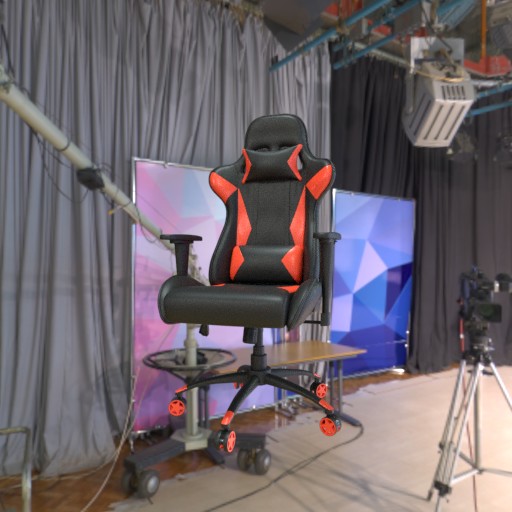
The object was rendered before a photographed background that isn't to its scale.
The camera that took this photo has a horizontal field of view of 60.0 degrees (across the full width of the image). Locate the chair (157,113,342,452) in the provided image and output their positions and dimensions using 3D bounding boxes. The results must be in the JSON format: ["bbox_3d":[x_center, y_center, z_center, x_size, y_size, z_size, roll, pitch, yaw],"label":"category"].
[{"bbox_3d":[0.000,0.000,1.764,0.695,1.282,0.730,0,1,19],"label":"chair"}]
